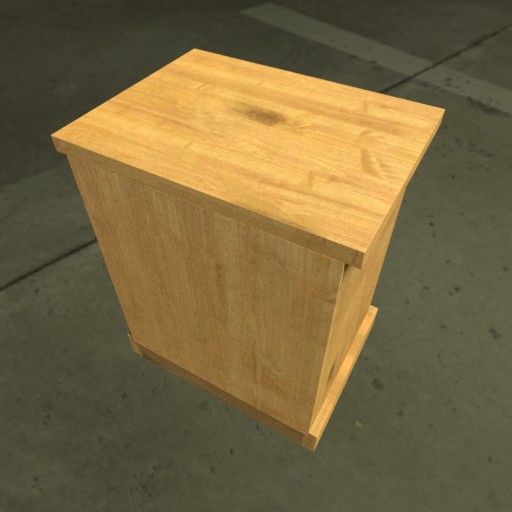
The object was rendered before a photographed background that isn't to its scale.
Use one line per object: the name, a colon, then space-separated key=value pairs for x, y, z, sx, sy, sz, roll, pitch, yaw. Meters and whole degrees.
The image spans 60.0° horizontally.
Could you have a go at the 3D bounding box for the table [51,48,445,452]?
table: x=0.000 y=0.000 z=1.216 sx=0.660 sy=0.813 sz=0.500 roll=22 pitch=50 yaw=20
